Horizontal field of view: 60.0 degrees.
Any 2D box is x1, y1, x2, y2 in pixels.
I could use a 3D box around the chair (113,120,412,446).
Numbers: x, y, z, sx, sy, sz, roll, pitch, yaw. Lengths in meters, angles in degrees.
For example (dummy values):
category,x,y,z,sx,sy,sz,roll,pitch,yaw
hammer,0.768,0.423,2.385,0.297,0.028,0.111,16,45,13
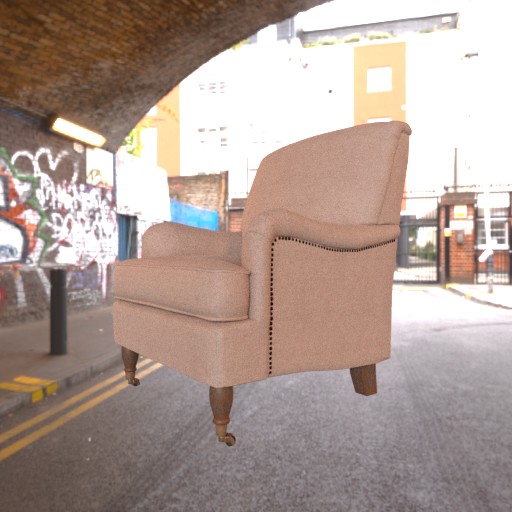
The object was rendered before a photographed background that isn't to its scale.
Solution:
category,x,y,z,sx,sy,sz,roll,pitch,yaw
chair,0.000,0.000,1.836,0.953,1.119,0.879,0,1,-37
